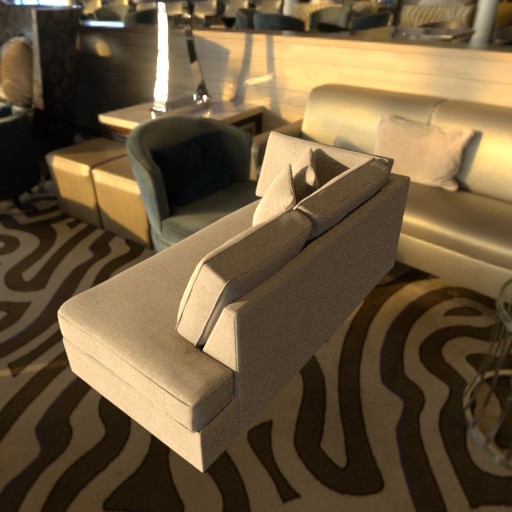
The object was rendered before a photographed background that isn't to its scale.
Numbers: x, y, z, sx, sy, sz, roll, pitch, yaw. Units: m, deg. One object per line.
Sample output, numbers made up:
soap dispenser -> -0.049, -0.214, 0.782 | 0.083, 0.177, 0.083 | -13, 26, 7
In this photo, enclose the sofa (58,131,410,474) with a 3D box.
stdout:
sofa -> 0.000, 0.000, 2.820 | 1.110, 1.019, 2.238 | 22, 37, 31
